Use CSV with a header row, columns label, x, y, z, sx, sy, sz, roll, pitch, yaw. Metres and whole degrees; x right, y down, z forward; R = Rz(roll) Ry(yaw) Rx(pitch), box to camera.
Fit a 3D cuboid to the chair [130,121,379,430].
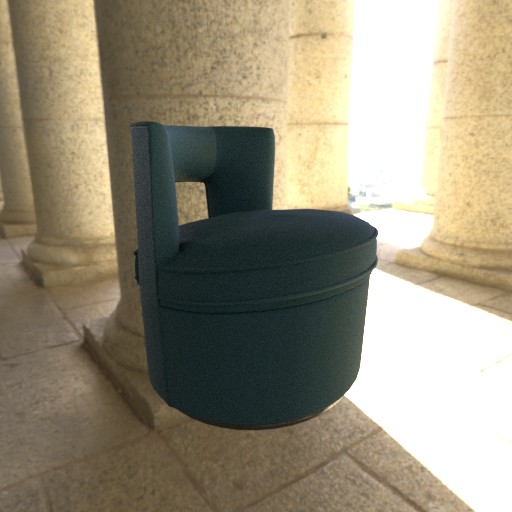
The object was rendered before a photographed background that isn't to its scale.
label,x,y,z,sx,sy,sz,roll,pitch,yaw
chair,0.000,0.000,1.240,0.660,0.711,0.684,7,16,25
